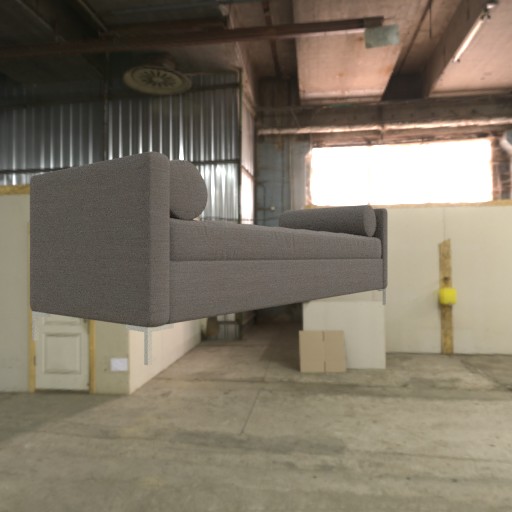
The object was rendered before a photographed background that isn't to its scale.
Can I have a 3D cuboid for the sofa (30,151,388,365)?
[{"bbox_3d":[0.000,0.000,2.269,0.686,0.635,1.981,0,0,36],"label":"sofa"}]
